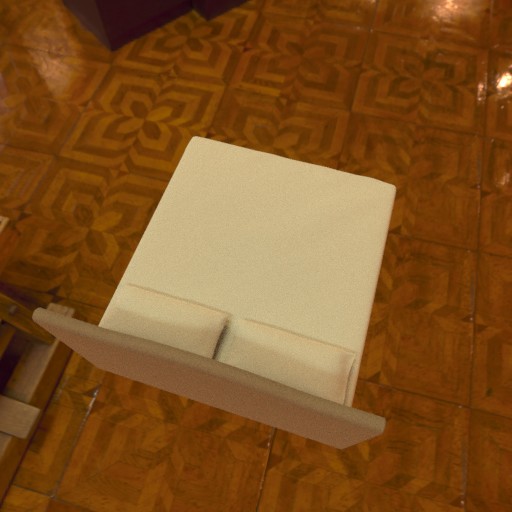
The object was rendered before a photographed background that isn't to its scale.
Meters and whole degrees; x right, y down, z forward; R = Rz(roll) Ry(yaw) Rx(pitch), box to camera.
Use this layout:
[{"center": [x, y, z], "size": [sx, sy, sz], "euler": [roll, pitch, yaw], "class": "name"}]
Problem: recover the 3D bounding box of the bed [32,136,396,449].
[{"center": [0.000, 0.000, 3.450], "size": [2.083, 1.421, 2.182], "euler": [16, 64, 8], "class": "bed"}]
